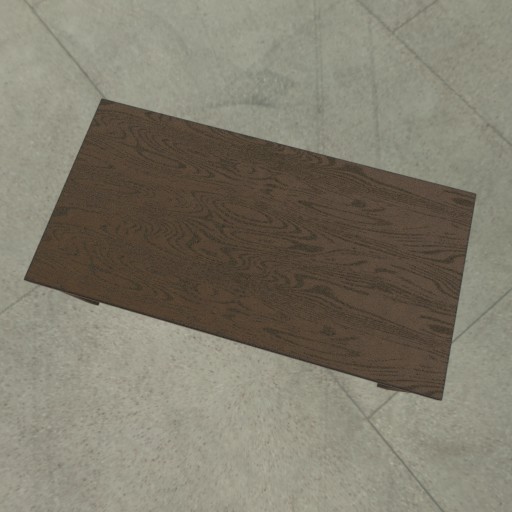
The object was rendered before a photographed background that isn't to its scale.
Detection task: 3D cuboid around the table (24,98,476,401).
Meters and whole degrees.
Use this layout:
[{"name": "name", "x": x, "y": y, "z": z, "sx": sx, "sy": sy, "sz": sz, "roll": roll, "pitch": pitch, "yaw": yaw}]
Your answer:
[{"name": "table", "x": 0.000, "y": 0.000, "z": 2.501, "sx": 1.981, "sy": 0.762, "sz": 1.016, "roll": 15, "pitch": 75, "yaw": 4}]
